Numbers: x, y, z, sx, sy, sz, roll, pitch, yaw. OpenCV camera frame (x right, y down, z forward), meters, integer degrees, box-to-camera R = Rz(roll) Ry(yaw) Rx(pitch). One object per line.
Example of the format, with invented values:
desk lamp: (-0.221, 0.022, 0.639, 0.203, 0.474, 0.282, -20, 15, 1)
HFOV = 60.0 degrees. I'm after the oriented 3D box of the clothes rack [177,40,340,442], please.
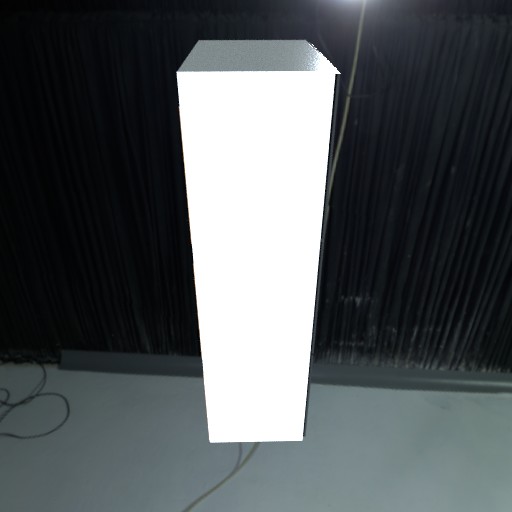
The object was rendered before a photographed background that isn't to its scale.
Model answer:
clothes rack: (0.000, 0.000, 1.412, 0.330, 1.187, 0.500, -1, 32, -1)
